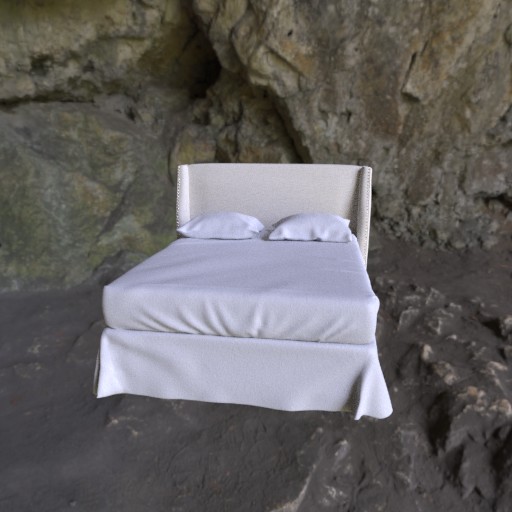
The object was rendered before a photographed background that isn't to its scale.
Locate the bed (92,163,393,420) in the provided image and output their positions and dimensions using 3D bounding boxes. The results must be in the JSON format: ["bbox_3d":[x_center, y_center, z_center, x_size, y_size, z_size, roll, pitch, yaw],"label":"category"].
[{"bbox_3d":[0.000,0.000,3.520,1.925,1.332,2.276,2,15,8],"label":"bed"}]
